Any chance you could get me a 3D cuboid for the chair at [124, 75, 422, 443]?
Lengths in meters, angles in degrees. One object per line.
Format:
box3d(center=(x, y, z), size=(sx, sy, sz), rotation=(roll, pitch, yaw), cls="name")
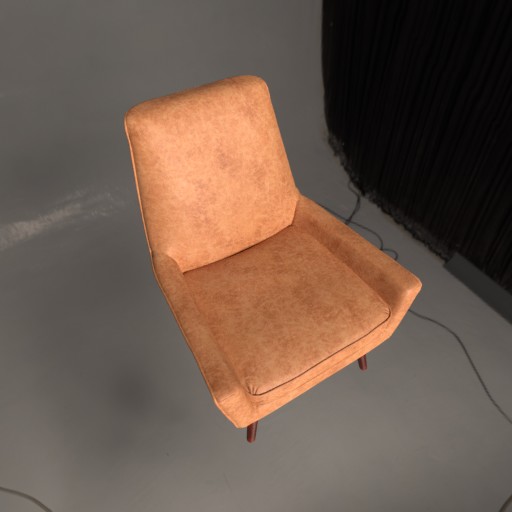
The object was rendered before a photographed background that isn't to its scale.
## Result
box3d(center=(0.000, 0.000, 1.521), size=(0.753, 0.883, 0.851), rotation=(-25, 52, -21), cls="chair")
